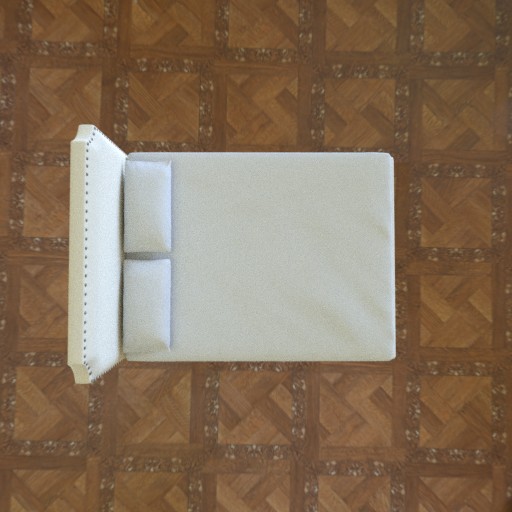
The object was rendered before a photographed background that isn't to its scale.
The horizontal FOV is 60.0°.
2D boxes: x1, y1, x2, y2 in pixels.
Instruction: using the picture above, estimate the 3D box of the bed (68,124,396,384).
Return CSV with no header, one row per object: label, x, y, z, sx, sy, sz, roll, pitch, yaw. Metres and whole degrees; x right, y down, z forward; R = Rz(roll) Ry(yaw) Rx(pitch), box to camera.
bed,0.000,0.000,3.457,2.329,1.415,1.703,0,88,0
